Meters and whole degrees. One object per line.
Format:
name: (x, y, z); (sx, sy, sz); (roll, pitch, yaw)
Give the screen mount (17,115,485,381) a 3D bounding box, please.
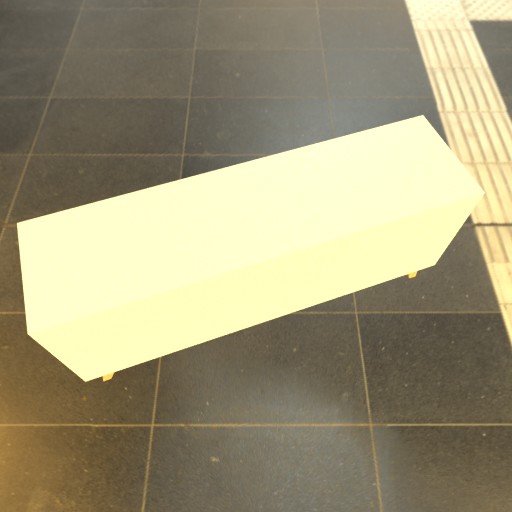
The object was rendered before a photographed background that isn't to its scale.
screen mount: (0.000, 0.000, 1.723); (1.490, 0.619, 0.400); (-17, 60, -10)
